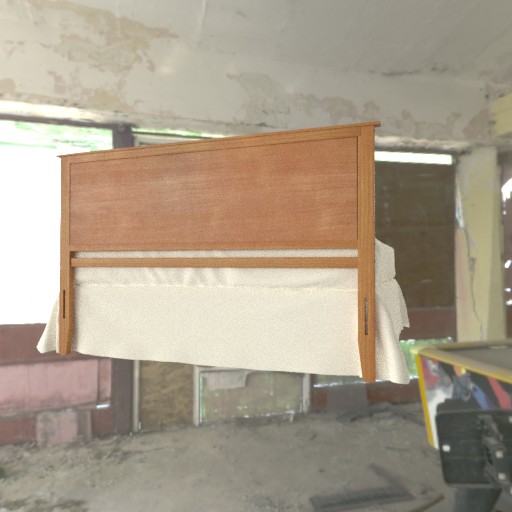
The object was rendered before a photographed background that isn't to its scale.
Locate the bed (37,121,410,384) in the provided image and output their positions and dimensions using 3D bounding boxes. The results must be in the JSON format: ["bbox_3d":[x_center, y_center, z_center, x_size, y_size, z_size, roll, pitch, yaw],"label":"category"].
[{"bbox_3d":[0.000,0.000,3.499,2.317,1.270,2.215,0,-1,20],"label":"bed"}]
